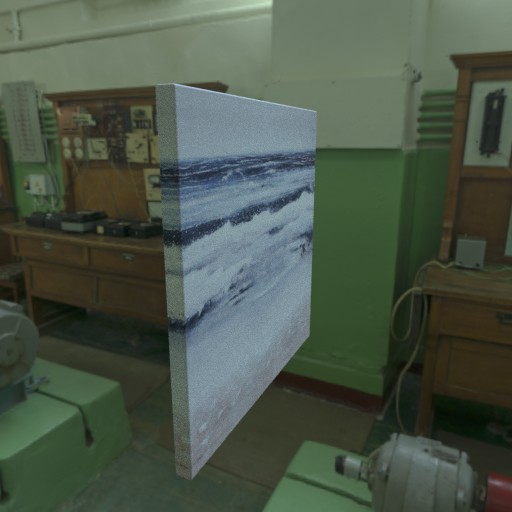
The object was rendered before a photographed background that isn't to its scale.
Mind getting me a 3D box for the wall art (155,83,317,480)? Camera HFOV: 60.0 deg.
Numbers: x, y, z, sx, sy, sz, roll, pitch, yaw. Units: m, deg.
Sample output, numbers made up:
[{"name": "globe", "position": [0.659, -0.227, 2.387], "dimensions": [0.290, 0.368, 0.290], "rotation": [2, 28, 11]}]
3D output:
[{"name": "wall art", "position": [0.000, 0.000, 1.136], "dimensions": [0.065, 0.747, 0.755], "rotation": [7, 16, 24]}]
